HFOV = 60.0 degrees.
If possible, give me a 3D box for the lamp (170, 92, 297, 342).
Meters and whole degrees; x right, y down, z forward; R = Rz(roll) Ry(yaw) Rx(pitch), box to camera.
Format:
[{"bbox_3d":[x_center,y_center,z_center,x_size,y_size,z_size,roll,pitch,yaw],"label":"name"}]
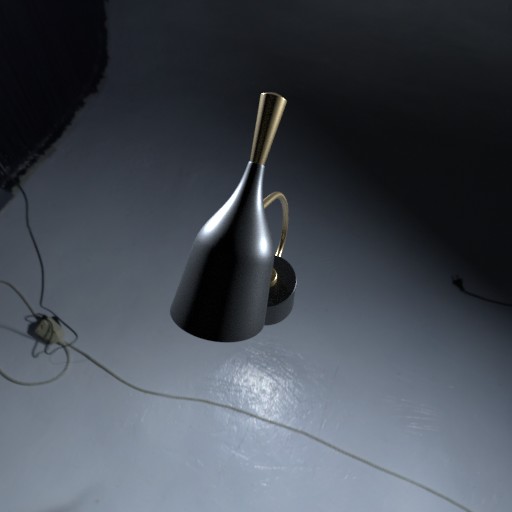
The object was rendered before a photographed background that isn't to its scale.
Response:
[{"bbox_3d":[0.000,0.000,0.625,0.110,0.464,0.352,16,58,10],"label":"lamp"}]
